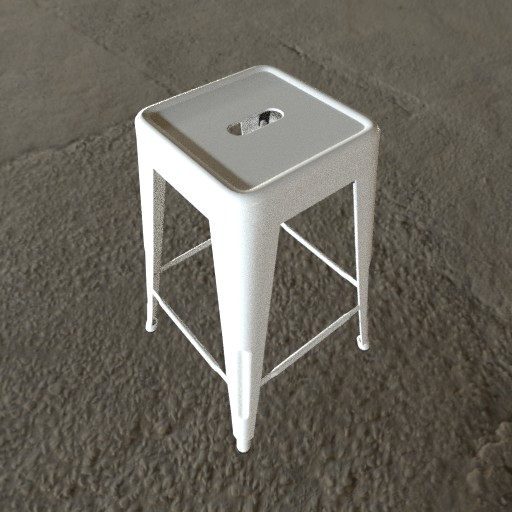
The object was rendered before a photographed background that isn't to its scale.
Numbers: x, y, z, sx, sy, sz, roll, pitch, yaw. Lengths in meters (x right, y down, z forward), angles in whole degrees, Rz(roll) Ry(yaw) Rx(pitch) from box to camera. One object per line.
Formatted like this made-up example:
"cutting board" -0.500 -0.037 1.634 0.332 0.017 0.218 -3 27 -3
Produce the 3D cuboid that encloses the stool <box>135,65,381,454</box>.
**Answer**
"stool" 0.000 0.000 0.882 0.406 0.610 0.406 -31 55 -25
